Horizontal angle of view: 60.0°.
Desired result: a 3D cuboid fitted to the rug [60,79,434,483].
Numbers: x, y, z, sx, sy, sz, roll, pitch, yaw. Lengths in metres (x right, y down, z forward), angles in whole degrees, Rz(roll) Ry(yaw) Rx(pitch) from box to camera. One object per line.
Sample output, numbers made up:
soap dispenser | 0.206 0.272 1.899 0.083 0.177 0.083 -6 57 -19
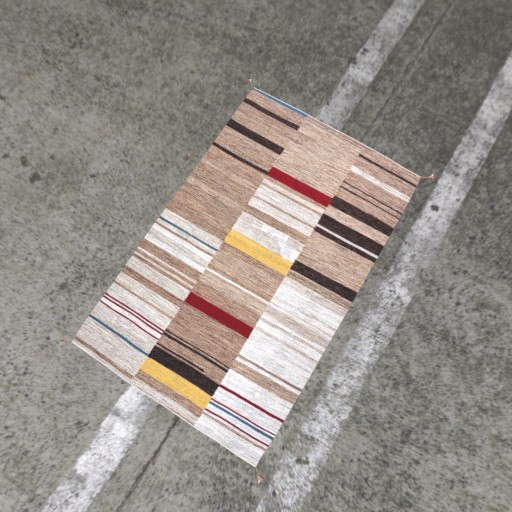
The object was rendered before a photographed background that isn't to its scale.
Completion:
rug | 0.000 0.000 2.433 1.268 0.007 1.918 31 77 8
